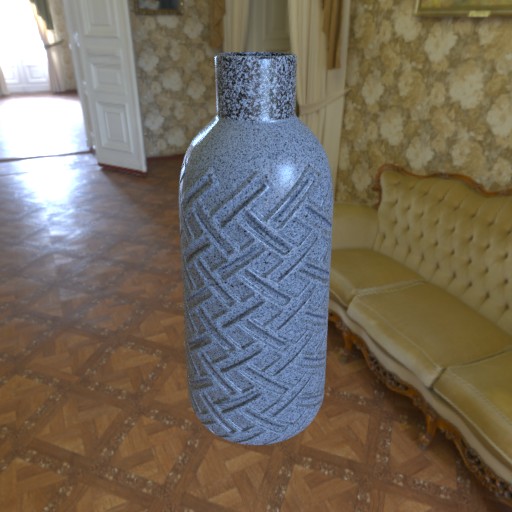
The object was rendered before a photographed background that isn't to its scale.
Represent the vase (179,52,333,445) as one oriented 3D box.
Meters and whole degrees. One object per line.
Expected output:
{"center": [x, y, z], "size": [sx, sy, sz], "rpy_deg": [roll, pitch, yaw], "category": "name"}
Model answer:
{"center": [0.000, 0.000, 0.340], "size": [0.122, 0.282, 0.122], "rpy_deg": [0, 27, 0], "category": "vase"}
